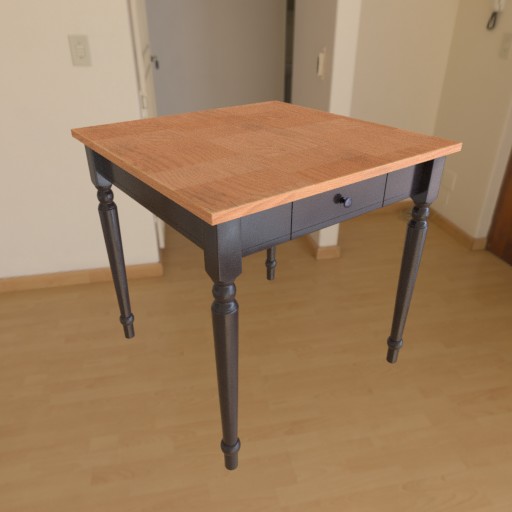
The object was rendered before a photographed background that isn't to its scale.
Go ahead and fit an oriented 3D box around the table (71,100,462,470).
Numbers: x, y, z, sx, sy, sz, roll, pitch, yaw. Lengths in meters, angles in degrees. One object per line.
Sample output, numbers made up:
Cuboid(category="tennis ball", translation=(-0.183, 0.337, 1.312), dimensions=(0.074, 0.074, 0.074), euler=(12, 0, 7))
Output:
Cuboid(category="table", translation=(0.000, 0.000, 1.364), dimensions=(0.747, 0.738, 0.747), euler=(-20, 35, -32))
